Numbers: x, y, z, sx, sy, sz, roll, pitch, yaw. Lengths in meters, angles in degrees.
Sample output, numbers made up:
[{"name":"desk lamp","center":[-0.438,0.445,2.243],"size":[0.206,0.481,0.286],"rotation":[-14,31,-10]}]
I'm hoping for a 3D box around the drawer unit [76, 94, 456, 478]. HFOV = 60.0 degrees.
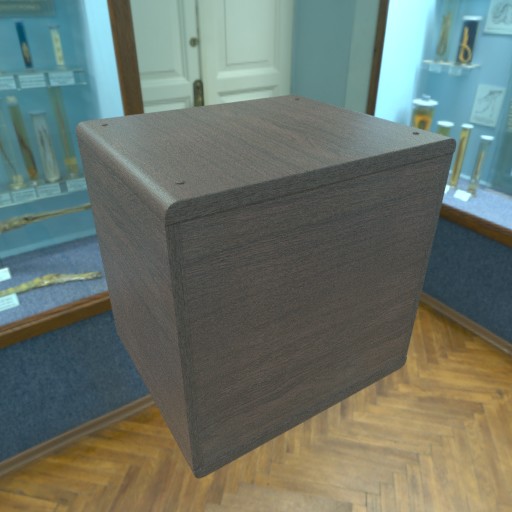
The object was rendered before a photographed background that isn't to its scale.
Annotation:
[{"name":"drawer unit","center":[0.000,0.000,0.600],"size":[0.344,0.344,0.290],"rotation":[-18,35,-27]}]
